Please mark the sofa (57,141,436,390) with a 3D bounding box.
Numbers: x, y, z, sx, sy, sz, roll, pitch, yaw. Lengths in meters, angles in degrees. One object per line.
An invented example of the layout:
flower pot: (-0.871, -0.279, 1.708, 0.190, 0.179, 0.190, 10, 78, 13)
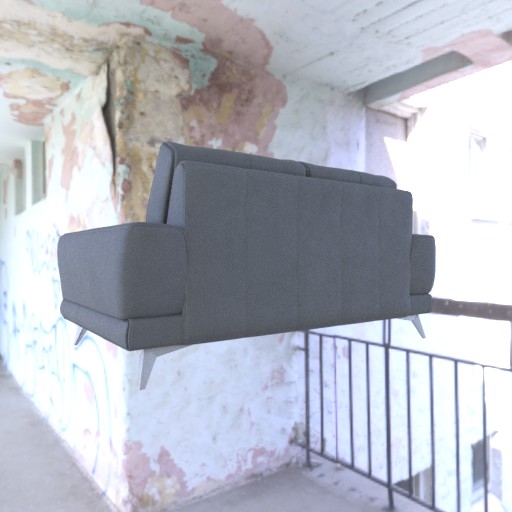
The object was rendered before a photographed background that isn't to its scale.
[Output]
sofa: (0.000, 0.000, 2.356, 1.806, 0.907, 1.018, 0, 0, -35)
